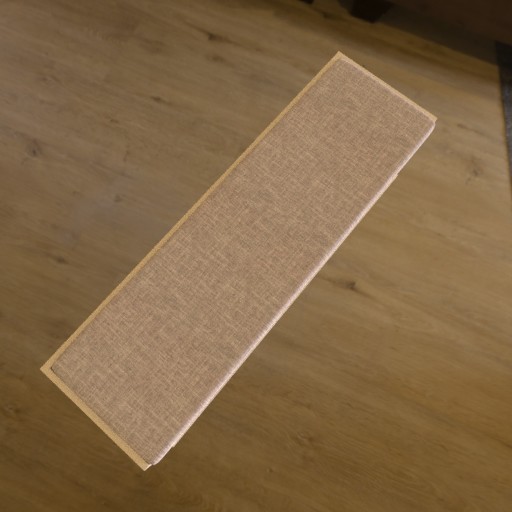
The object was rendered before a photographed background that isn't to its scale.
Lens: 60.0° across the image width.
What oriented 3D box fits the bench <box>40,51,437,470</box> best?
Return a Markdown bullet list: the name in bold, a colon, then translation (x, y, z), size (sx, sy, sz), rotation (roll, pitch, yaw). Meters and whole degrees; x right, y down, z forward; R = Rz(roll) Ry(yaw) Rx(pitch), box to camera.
- **bench**: translation (0.000, 0.000, 1.362), size (0.363, 0.453, 1.196), rotation (39, 78, 10)
